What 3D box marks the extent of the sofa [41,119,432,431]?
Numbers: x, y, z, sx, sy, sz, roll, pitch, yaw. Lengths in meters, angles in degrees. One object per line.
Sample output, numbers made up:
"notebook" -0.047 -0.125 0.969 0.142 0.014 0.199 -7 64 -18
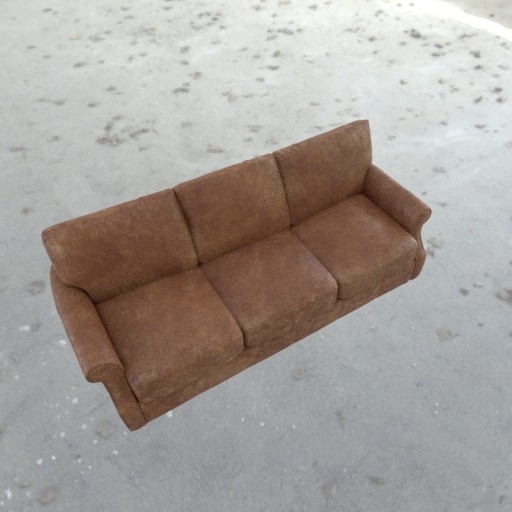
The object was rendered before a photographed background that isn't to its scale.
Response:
"sofa" 0.000 0.000 2.801 2.351 0.977 0.973 -24 51 -21
